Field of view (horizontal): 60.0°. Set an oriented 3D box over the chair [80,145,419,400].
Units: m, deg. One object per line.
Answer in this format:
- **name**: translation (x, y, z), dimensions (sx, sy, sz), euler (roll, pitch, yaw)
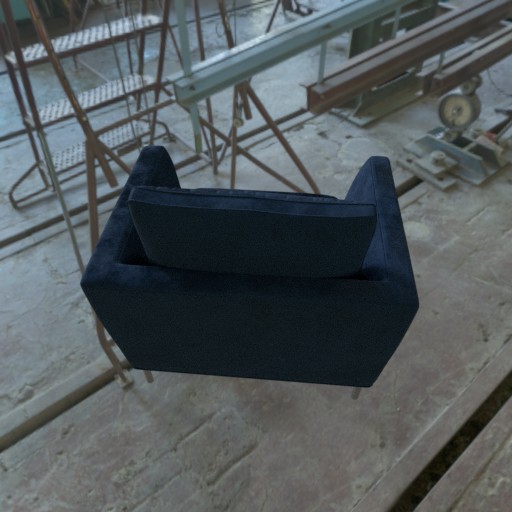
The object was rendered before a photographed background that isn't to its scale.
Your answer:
- **chair**: translation (0.000, 0.000, 1.652), dimensions (0.977, 0.893, 0.746), euler (4, 46, 3)
